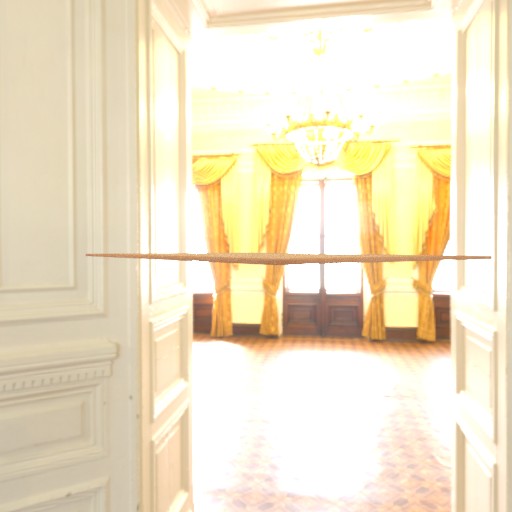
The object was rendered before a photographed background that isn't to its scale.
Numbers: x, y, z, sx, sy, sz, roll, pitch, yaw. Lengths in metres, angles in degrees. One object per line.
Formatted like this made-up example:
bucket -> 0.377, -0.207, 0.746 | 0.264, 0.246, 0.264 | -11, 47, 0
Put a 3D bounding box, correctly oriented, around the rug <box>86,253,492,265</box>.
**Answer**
rug -> 0.000, 0.000, 2.313 | 1.219, 0.014, 1.829 | -1, 1, -36
